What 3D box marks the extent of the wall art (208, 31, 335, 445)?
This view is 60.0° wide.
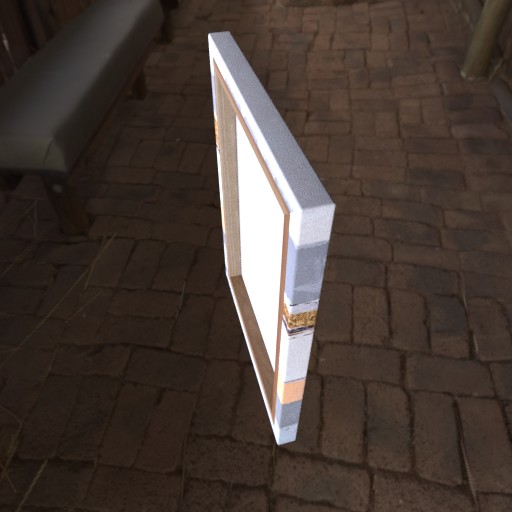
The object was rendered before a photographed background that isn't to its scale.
[{"bbox_3d":[0.000,0.000,0.801,0.038,0.609,0.456,-11,48,-10],"label":"wall art"}]
